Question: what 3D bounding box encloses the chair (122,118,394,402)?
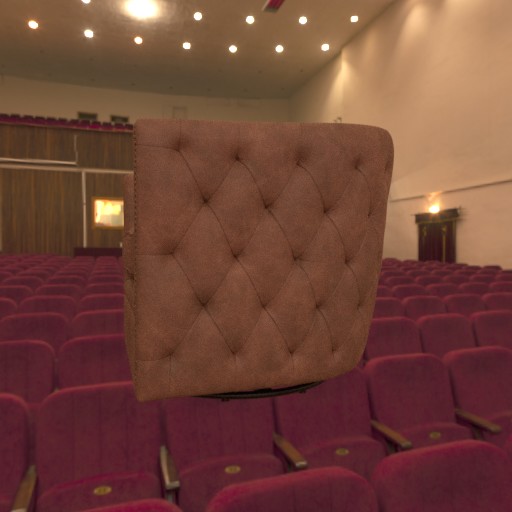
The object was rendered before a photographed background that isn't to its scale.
[{"bbox_3d":[0.000,0.000,1.531,0.870,0.790,0.850,0,0,-18],"label":"chair"}]
